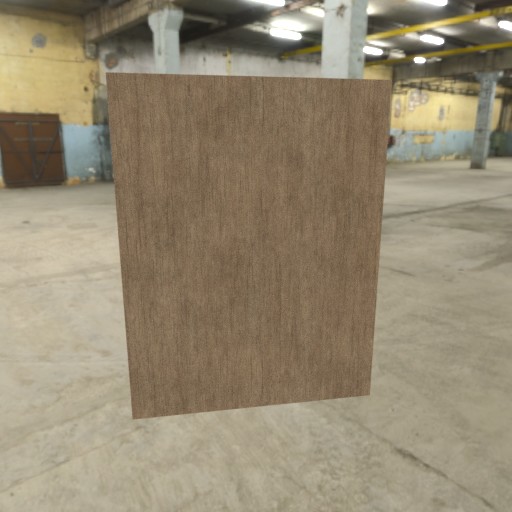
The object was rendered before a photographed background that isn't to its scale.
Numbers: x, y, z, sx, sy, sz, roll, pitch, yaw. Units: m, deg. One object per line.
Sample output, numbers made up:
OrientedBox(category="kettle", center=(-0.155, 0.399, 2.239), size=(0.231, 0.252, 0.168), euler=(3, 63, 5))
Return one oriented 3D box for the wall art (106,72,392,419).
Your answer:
OrientedBox(category="wall art", center=(0.000, 0.000, 0.907), size=(0.534, 0.686, 0.018), euler=(-3, 14, -10))
